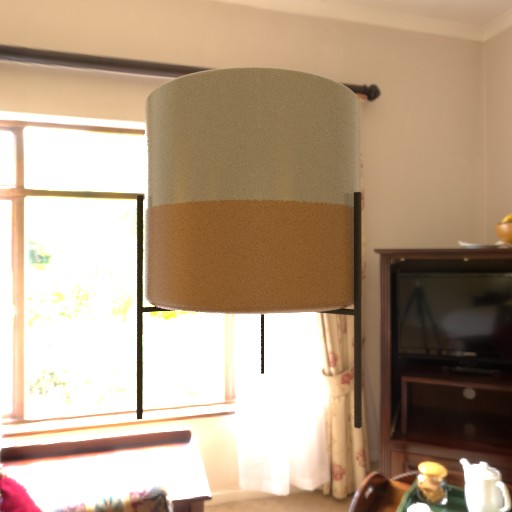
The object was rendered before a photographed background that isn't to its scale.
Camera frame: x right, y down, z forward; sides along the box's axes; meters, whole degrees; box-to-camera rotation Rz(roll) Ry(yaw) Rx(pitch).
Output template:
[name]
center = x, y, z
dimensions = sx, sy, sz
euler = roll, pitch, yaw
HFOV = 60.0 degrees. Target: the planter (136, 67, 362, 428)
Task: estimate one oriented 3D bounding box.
[planter]
center = 0.000, 0.000, 0.723
dimensions = 0.360, 0.480, 0.348
euler = 0, 0, 36
